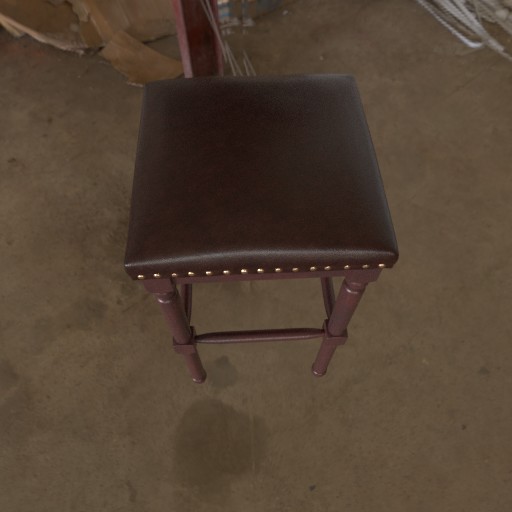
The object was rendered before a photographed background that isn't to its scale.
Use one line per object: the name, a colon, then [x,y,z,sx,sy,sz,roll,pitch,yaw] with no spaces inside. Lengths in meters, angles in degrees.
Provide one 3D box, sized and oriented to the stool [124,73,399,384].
stool: [0.000,0.000,0.954,0.382,0.702,0.383,-3,59,-2]
